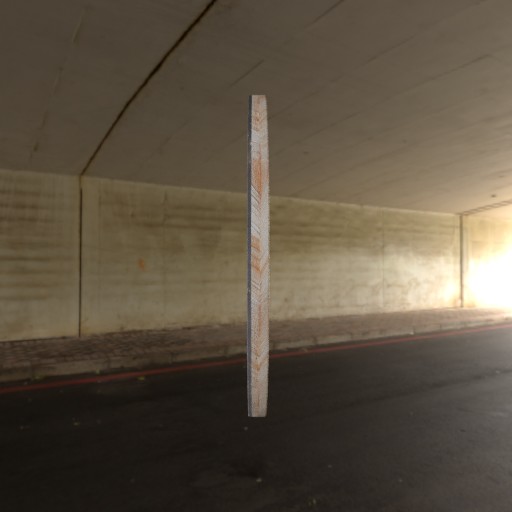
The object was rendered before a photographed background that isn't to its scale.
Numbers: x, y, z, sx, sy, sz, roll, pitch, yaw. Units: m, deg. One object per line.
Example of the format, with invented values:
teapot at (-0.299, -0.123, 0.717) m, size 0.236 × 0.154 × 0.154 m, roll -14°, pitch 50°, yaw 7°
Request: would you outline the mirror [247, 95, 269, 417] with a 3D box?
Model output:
mirror at (0.000, 0.000, 1.042) m, size 0.038 × 0.710 × 0.710 m, roll 0°, pitch -2°, yaw 0°
